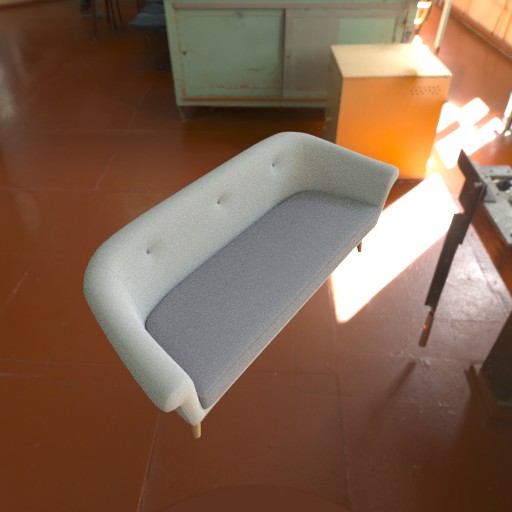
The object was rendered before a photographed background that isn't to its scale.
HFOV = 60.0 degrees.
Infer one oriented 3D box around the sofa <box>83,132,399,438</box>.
[{"bbox_3d":[0.000,0.000,2.603,0.827,0.795,2.160,26,47,27],"label":"sofa"}]
